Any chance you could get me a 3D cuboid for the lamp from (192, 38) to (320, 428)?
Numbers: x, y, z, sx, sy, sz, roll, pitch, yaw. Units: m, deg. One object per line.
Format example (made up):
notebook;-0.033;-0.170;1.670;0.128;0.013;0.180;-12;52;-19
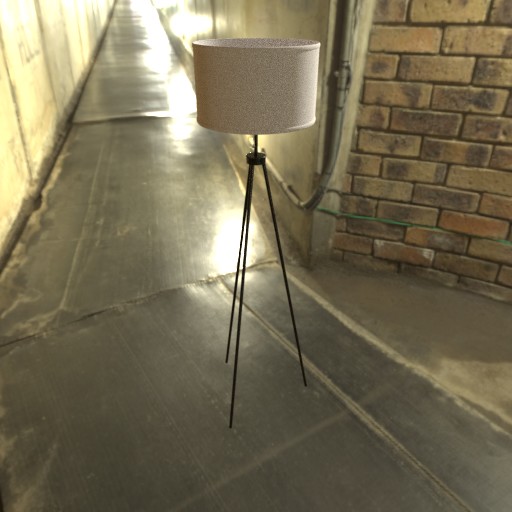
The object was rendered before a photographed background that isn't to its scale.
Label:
lamp;0.000;0.000;1.777;0.448;1.545;0.458;9;31;16
